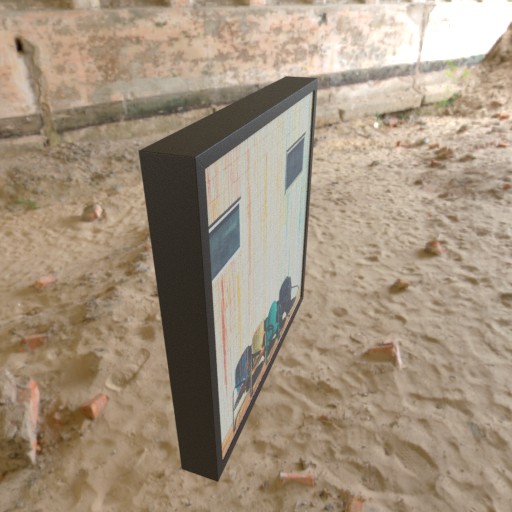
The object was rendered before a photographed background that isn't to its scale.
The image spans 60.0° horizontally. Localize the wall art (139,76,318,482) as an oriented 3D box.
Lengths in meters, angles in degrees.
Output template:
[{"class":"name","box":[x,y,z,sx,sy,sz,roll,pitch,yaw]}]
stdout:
[{"class":"wall art","box":[0.000,0.000,0.456,0.038,0.304,0.304,10,32,17]}]
